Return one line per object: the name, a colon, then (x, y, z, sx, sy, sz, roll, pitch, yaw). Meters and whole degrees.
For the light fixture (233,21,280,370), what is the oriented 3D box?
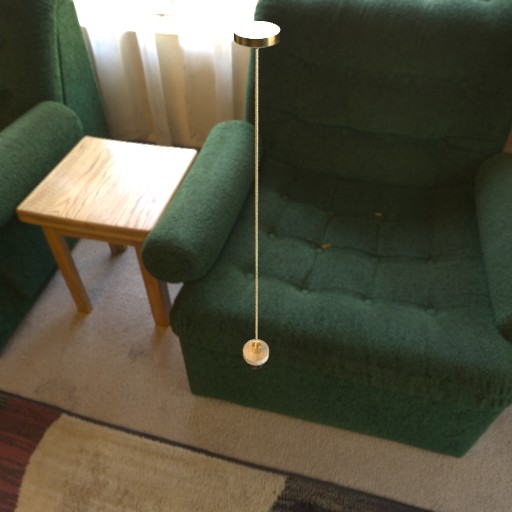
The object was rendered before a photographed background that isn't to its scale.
light fixture: (0.000, 0.000, 1.738, 0.129, 1.669, 0.129, -2, 46, -2)
